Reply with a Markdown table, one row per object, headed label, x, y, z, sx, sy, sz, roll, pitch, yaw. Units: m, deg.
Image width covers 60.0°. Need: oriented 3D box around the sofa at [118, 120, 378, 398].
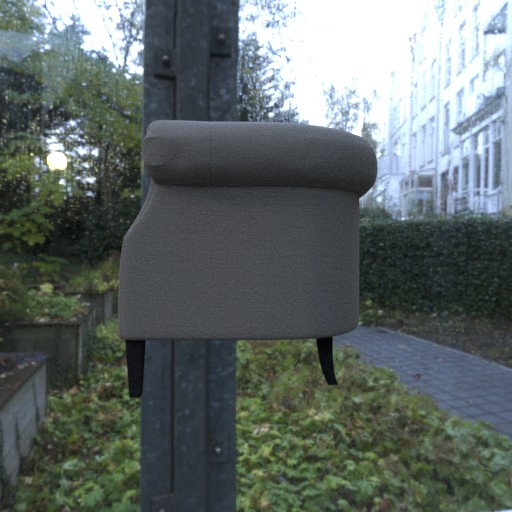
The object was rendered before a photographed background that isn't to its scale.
| label | x | y | z | sx | sy | sz | roll | pitch | yaw |
| --- | --- | --- | --- | --- | --- | --- | --- | --- | --- |
| sofa | 0.000 | 0.000 | 2.004 | 0.835 | 0.827 | 1.558 | 0 | 1 | 0 |
